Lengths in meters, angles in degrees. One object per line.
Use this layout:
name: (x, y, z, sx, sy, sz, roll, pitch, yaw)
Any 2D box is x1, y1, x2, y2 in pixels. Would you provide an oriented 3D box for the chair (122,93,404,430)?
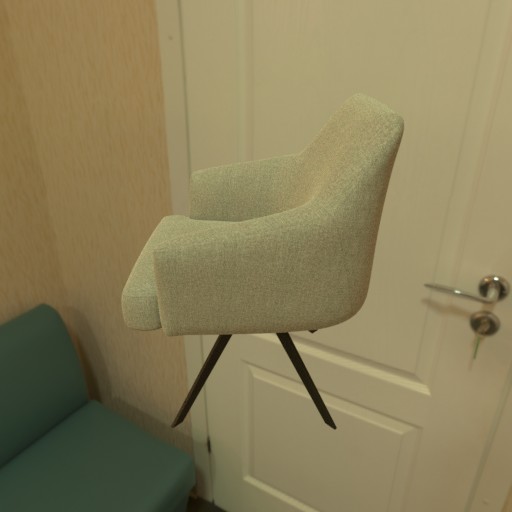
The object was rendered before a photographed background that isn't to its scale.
chair: (0.000, 0.000, 1.314, 0.677, 0.874, 0.642, 0, 26, 1)
